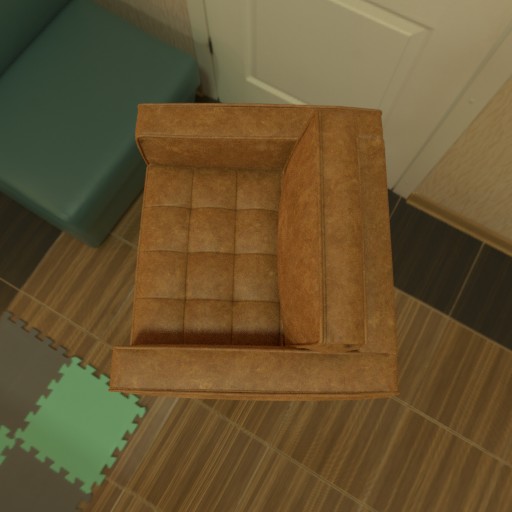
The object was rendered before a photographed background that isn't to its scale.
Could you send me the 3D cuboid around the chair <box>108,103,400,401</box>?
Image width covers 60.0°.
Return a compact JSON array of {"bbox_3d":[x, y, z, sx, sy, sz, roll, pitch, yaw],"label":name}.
[{"bbox_3d":[0.000,0.000,1.487,0.798,0.767,0.928,1,75,0],"label":"chair"}]
